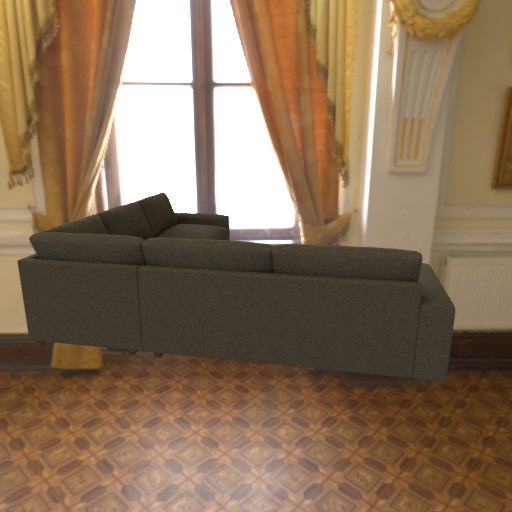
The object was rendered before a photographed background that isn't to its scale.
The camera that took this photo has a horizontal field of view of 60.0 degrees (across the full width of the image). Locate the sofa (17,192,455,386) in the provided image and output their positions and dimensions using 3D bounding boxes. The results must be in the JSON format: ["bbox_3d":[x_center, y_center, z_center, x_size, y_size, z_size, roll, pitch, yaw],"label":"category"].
[{"bbox_3d":[0.000,0.000,4.631,3.277,0.965,2.895,3,16,11],"label":"sofa"}]
